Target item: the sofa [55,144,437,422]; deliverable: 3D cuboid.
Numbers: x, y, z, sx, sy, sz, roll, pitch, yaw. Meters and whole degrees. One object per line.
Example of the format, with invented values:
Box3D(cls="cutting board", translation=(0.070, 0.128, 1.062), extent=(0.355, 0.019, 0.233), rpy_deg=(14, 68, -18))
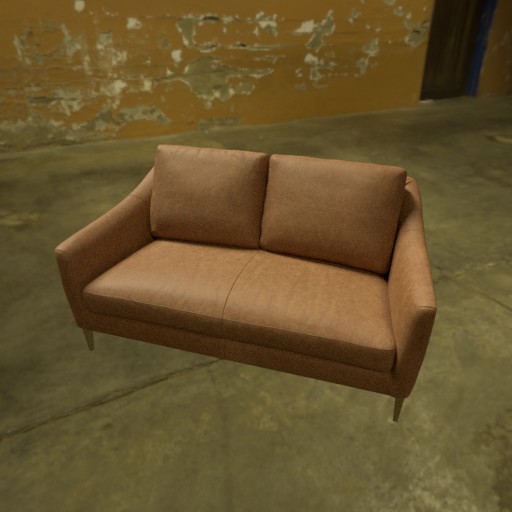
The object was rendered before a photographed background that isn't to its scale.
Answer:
Box3D(cls="sofa", translation=(0.000, 0.000, 2.211), extent=(1.619, 0.902, 0.960), rpy_deg=(8, 29, 15))
